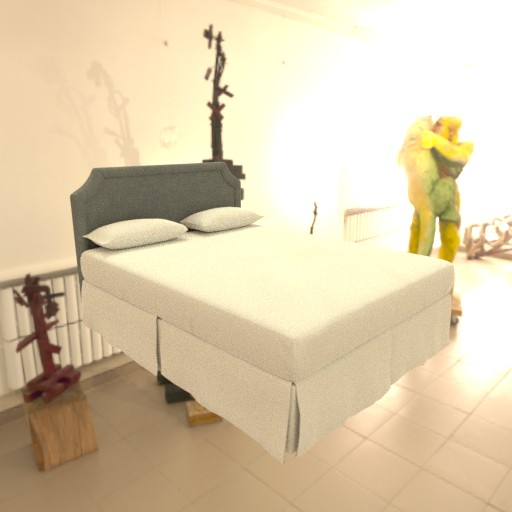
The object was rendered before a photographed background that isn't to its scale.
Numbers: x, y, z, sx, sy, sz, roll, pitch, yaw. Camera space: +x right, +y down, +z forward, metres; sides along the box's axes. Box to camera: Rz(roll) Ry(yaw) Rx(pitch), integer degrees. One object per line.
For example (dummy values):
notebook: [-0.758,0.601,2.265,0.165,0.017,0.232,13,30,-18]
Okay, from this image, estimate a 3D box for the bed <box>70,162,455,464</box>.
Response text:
bed: [0.000,0.000,3.462,1.977,1.306,2.464,-14,21,-43]
